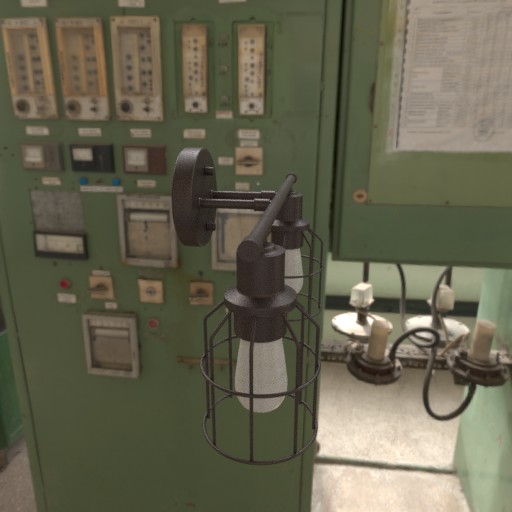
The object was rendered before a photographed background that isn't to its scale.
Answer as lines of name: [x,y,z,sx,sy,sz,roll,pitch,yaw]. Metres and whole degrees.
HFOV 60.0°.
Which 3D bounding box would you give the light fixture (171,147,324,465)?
light fixture: [0.000,0.000,0.536,0.165,0.254,0.406,3,18,8]
